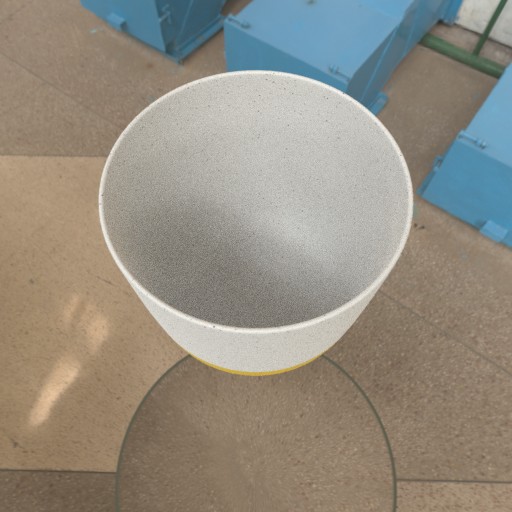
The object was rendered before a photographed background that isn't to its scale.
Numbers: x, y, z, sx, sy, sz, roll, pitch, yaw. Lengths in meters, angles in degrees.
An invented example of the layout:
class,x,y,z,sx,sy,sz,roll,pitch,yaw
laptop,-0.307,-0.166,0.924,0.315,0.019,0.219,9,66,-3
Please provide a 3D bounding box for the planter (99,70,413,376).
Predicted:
class,x,y,z,sx,sy,sz,roll,pitch,yaw
planter,0.000,0.000,0.372,0.195,0.214,0.195,0,64,0
